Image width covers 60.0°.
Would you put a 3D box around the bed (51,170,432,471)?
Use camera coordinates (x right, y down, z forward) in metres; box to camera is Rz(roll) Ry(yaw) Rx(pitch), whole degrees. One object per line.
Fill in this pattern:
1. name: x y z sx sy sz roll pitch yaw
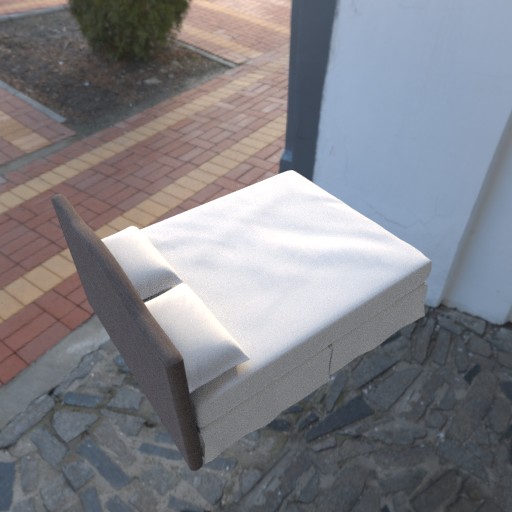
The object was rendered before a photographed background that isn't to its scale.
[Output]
1. bed: 0.000 0.000 4.017 2.689 1.457 2.161 -26 48 -26
